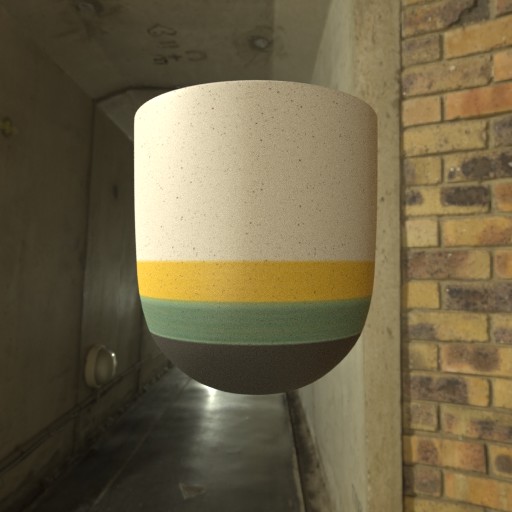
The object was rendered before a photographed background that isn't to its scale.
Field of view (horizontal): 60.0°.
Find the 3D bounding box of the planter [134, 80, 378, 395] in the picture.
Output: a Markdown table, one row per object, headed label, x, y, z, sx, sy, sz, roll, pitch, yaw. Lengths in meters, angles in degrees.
| label | x | y | z | sx | sy | sz | roll | pitch | yaw |
| --- | --- | --- | --- | --- | --- | --- | --- | --- | --- |
| planter | 0.000 | 0.000 | 0.367 | 0.195 | 0.214 | 0.195 | 0 | -1 | 0 |
